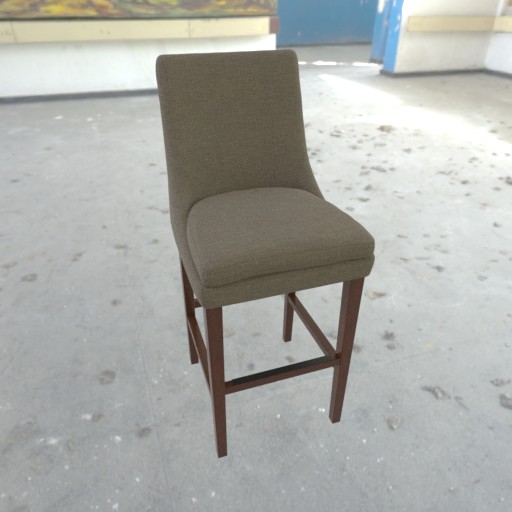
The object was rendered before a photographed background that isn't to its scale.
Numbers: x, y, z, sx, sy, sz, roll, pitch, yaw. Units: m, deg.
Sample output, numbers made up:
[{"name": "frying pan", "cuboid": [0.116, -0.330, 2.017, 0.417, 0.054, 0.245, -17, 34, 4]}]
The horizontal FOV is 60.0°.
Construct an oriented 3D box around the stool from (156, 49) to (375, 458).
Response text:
[{"name": "stool", "cuboid": [0.000, 0.000, 1.343, 0.470, 1.078, 0.577, -10, 33, -16]}]
